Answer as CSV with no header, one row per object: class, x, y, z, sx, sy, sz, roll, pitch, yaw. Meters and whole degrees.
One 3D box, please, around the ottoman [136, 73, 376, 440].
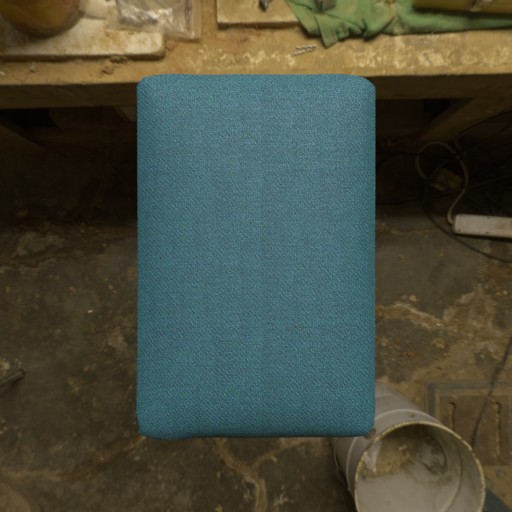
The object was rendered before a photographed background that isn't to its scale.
ottoman,0.000,0.000,1.190,0.563,0.498,0.856,0,90,0
